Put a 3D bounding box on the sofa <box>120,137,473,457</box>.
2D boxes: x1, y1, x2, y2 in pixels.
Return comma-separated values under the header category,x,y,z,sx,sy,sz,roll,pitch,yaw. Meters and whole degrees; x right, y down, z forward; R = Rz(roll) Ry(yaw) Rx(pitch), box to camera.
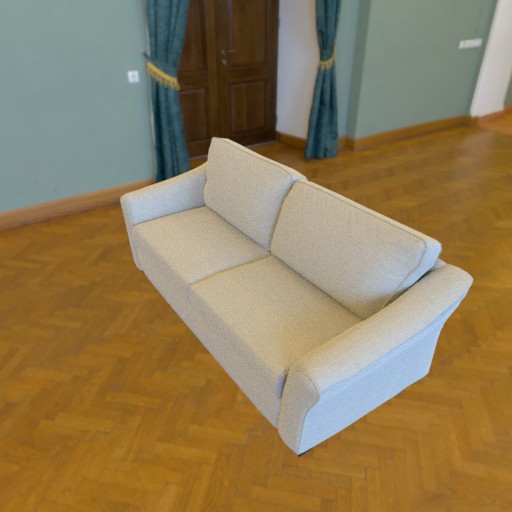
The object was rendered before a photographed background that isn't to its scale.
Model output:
category,x,y,z,sx,sy,sz,roll,pitch,yaw
sofa,0.000,0.000,2.780,0.980,0.965,2.270,-20,37,-29
